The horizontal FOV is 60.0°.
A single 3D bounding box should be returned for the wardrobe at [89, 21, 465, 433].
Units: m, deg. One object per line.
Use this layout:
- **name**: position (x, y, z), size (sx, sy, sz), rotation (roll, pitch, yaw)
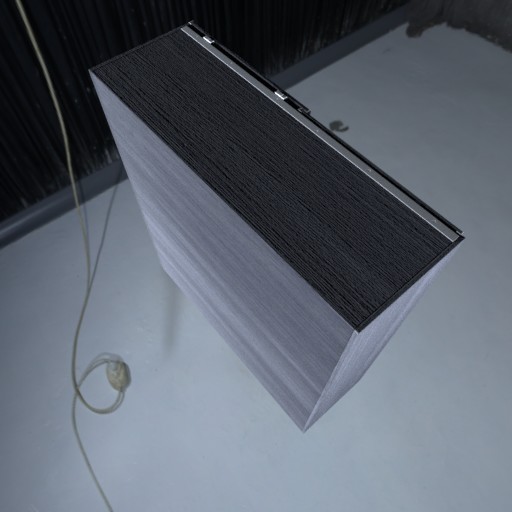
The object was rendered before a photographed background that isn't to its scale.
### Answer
- **wardrobe**: position (0.000, 0.000, 2.749), size (0.629, 1.960, 1.780), rotation (-36, 66, -19)
